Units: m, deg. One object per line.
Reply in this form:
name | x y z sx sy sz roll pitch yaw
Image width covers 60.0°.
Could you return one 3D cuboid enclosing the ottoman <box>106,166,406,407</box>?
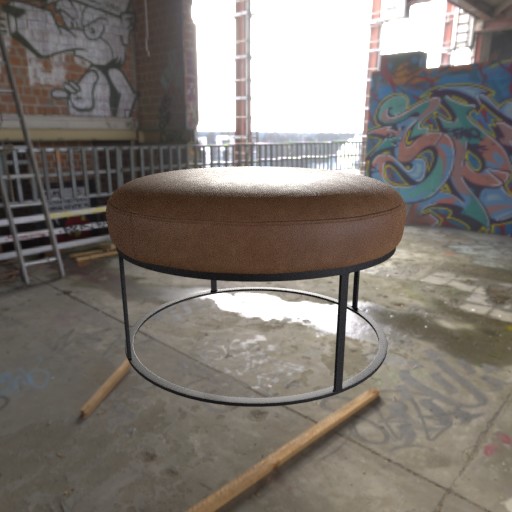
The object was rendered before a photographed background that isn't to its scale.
ottoman | 0.000 0.000 1.232 0.771 0.460 0.771 0 16 0
